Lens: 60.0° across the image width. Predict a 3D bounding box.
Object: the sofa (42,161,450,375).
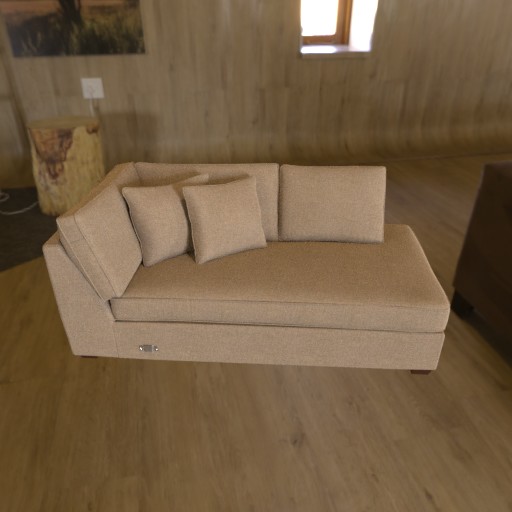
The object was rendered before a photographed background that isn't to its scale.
[{"bbox_3d":[0.000,0.000,2.889,2.238,1.019,1.110,2,30,3],"label":"sofa"}]
